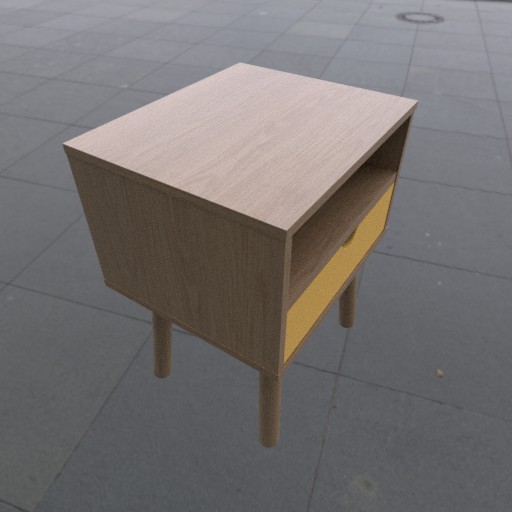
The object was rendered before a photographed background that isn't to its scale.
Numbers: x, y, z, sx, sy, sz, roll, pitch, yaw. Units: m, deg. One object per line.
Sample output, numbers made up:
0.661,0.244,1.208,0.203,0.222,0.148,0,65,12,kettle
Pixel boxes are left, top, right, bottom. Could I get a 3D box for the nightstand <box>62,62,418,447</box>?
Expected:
0.000,0.000,0.894,0.380,0.571,0.450,23,46,25,nightstand
